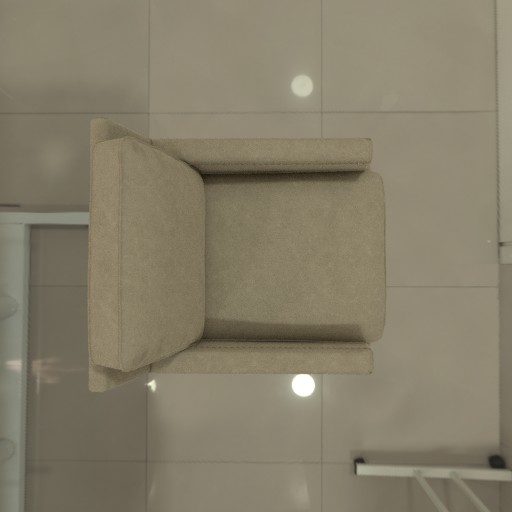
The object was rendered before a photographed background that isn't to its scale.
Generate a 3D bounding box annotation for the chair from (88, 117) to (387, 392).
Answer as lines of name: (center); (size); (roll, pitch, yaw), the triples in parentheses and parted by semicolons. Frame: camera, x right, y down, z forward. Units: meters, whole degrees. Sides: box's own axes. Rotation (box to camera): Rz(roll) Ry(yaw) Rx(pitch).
chair: (0.000, 0.000, 1.676); (1.014, 0.943, 0.853); (0, 89, 1)
